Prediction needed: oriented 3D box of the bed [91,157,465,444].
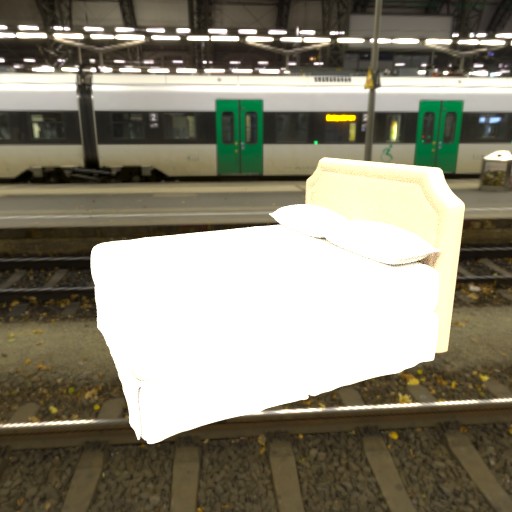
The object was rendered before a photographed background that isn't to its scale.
[{"bbox_3d":[0.000,0.000,3.826,2.548,1.524,2.134,-8,17,-25],"label":"bed"}]
